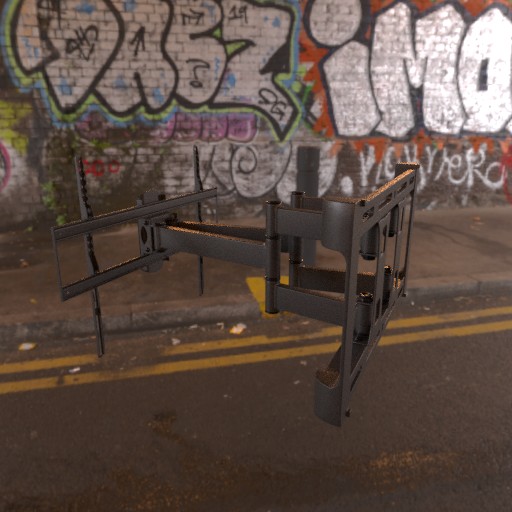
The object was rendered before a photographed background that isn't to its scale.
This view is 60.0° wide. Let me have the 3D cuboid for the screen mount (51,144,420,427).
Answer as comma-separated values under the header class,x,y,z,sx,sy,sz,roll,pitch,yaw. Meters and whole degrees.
class,x,y,z,sx,sy,sz,roll,pitch,yaw
screen mount,0.000,0.000,1.080,0.644,0.491,0.661,8,19,25
